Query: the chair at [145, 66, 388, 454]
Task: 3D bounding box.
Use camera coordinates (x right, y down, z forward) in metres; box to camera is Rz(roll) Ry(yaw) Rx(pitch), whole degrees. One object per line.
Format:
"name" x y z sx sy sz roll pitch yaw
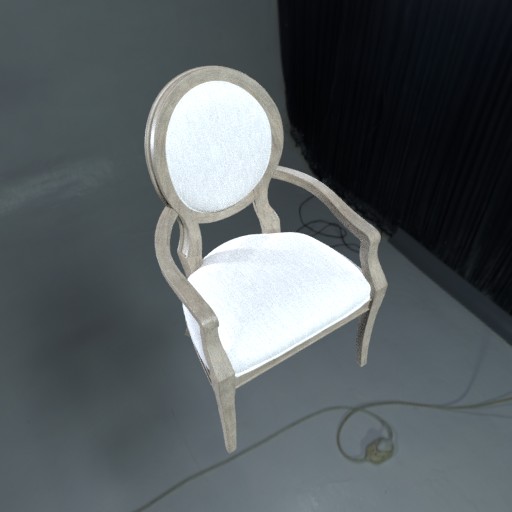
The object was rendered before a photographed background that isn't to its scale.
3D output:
"chair" 0.000 0.000 1.392 0.611 0.991 0.602 -25 50 -23
